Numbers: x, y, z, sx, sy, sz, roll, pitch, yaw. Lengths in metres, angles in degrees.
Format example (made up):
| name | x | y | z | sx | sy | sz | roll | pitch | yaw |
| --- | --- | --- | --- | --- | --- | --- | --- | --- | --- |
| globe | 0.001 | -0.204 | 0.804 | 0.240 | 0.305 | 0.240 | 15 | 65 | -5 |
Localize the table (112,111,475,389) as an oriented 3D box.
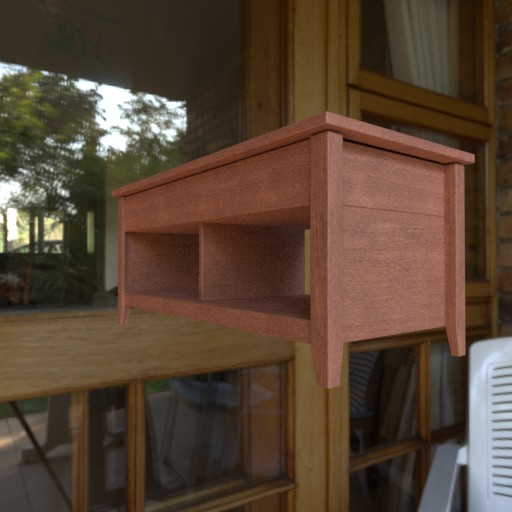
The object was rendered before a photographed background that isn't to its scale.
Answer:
| name | x | y | z | sx | sy | sz | roll | pitch | yaw |
| --- | --- | --- | --- | --- | --- | --- | --- | --- | --- |
| table | 0.000 | 0.000 | 1.267 | 0.483 | 0.457 | 1.016 | 1 | -1 | -37 |
